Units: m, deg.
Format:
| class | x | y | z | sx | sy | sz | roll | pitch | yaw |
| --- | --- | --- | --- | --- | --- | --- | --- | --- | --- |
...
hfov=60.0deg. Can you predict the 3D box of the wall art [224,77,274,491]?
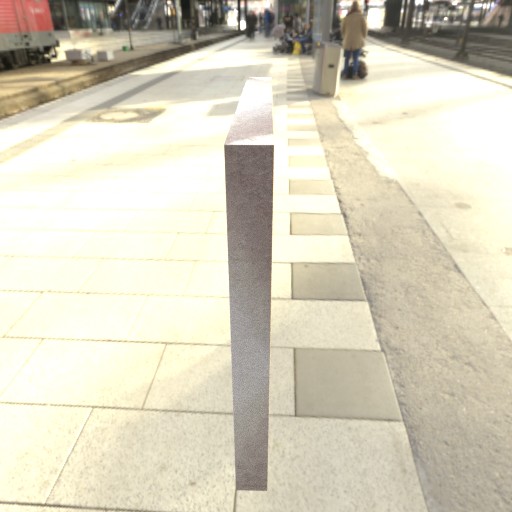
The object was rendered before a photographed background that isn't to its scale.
| class | x | y | z | sx | sy | sz | roll | pitch | yaw |
| --- | --- | --- | --- | --- | --- | --- | --- | --- | --- |
| wall art | 0.000 | 0.000 | 0.449 | 0.028 | 0.303 | 0.303 | 1 | 28 | 1 |
